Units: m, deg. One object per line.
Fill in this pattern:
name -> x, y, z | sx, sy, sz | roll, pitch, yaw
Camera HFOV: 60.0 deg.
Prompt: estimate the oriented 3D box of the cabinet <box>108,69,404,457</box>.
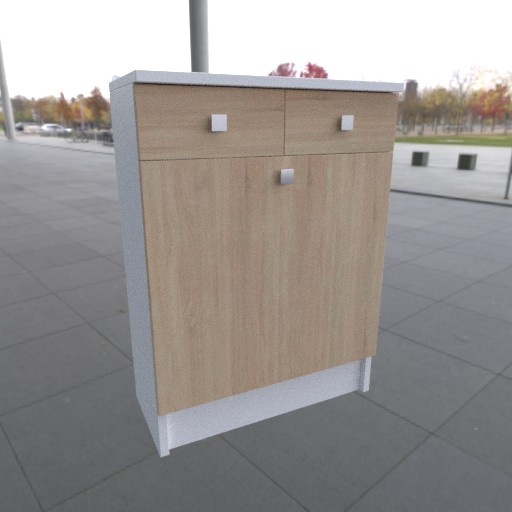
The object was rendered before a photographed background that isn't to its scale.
cabinet -> 0.000, 0.000, 1.115 | 0.600, 0.815, 0.296 | -8, 19, -25
